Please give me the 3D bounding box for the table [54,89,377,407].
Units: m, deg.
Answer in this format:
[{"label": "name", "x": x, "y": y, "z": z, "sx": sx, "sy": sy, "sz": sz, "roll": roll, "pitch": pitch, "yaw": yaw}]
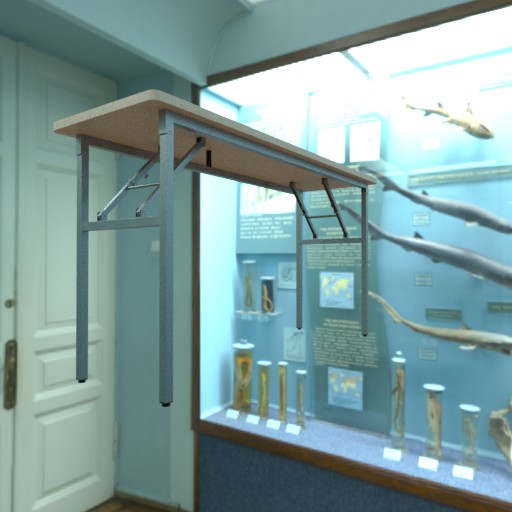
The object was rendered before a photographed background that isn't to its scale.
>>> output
[{"label": "table", "x": 0.000, "y": 0.000, "z": 1.700, "sx": 0.446, "sy": 0.750, "sz": 1.397, "roll": -1, "pitch": -1, "yaw": 36}]
